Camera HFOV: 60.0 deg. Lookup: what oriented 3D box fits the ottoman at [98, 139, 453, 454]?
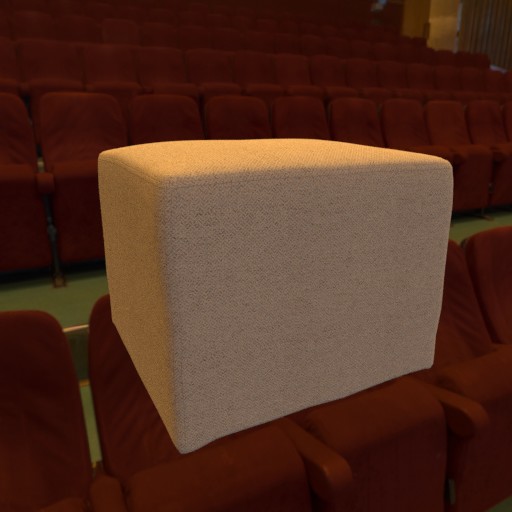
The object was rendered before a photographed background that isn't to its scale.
[{"bbox_3d":[0.000,0.000,0.895,0.521,0.453,0.512,-8,19,-26],"label":"ottoman"}]
